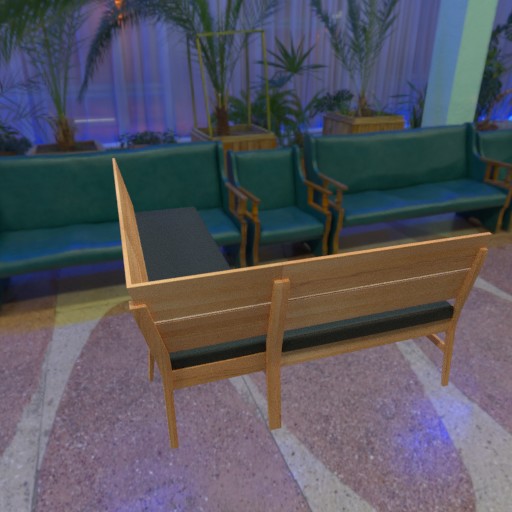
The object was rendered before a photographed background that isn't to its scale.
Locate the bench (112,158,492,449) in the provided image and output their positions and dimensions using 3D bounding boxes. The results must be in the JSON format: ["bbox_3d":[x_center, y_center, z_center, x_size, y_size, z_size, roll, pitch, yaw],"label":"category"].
[{"bbox_3d":[0.000,0.000,2.752,1.548,0.890,1.948,-8,27,-16],"label":"bench"}]
